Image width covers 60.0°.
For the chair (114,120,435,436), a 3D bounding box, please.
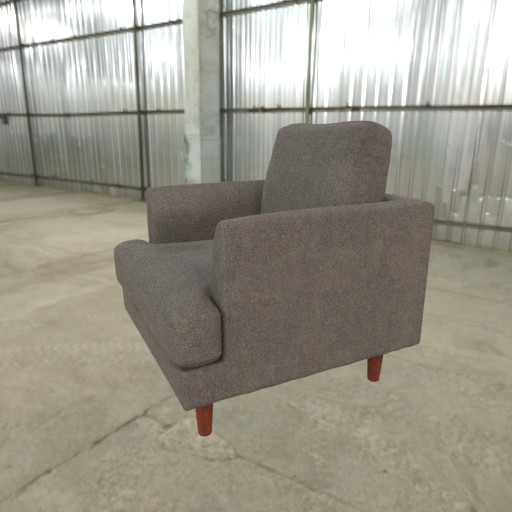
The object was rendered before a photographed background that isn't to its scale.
[{"bbox_3d":[0.000,0.000,1.640,0.899,0.957,0.858,-8,18,-26],"label":"chair"}]
